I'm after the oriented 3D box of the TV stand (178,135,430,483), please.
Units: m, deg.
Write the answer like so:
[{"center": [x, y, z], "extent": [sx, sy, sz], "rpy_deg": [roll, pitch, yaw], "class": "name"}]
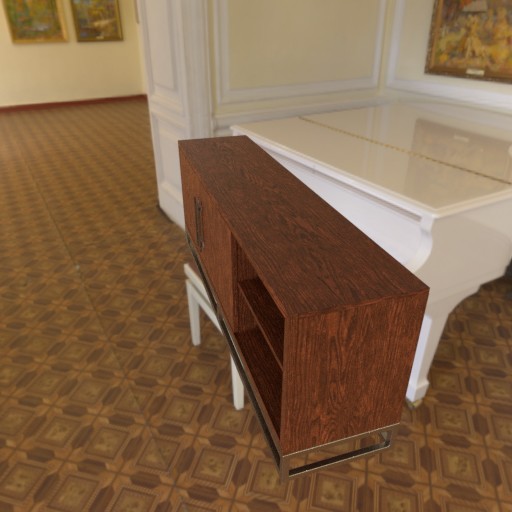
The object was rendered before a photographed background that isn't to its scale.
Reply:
[{"center": [0.000, 0.000, 1.783], "extent": [0.382, 0.578, 1.541], "rpy_deg": [-9, 30, -15], "class": "TV stand"}]
